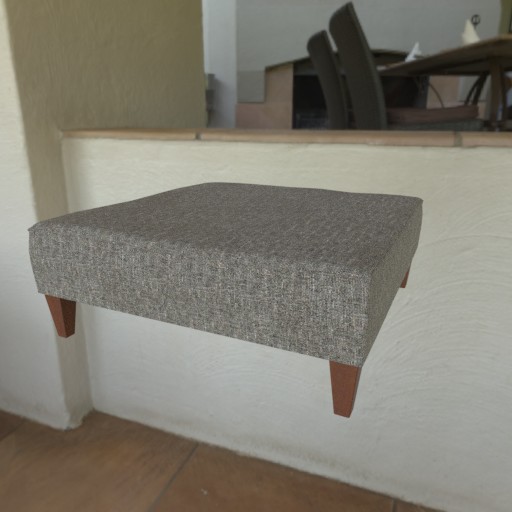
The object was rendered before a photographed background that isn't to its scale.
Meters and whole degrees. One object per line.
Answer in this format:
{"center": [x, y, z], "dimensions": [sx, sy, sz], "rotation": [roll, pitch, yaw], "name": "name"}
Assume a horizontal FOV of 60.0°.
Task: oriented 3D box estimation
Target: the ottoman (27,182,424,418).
{"center": [0.000, 0.000, 1.521], "dimensions": [0.981, 0.379, 1.016], "rotation": [8, 19, 24], "name": "ottoman"}
